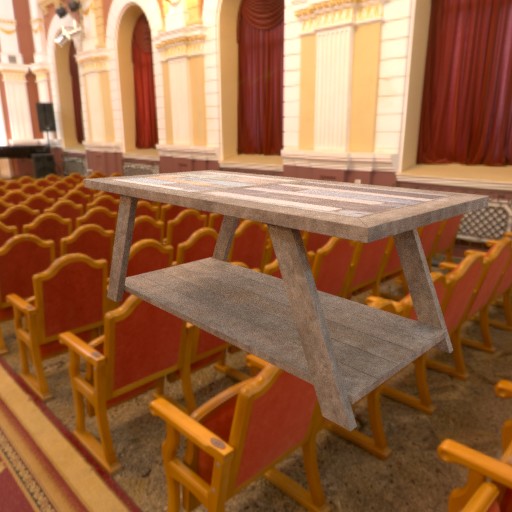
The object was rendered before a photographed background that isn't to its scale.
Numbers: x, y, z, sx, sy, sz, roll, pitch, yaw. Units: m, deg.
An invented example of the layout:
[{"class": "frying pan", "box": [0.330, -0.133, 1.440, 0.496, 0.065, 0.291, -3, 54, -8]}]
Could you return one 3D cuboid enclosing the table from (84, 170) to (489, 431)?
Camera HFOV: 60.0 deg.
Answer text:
[{"class": "table", "box": [0.000, 0.000, 1.501, 0.610, 0.470, 1.219, -15, 21, -42]}]
